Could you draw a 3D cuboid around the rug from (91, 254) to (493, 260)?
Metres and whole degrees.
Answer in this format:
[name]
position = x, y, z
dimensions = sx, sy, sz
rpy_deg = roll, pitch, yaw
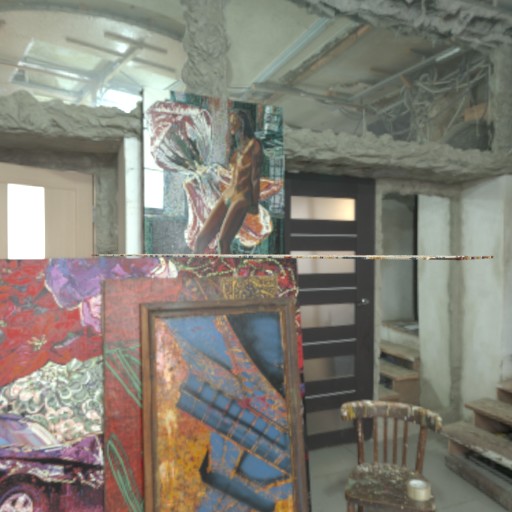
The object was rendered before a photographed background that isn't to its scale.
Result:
[rug]
position = 0.000, 0.000, 2.927
dimensions = 2.682, 0.015, 0.763
rpy_deg = 0, 1, 38
